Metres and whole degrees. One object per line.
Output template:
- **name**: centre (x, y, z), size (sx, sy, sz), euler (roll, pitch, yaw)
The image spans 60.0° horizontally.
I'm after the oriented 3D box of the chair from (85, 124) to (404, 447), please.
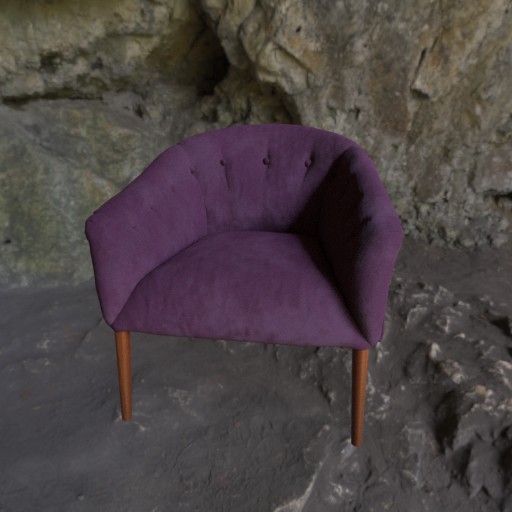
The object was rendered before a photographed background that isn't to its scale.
- **chair**: centre (0.000, 0.000, 1.516), size (0.851, 0.885, 0.776), euler (3, 15, 9)
